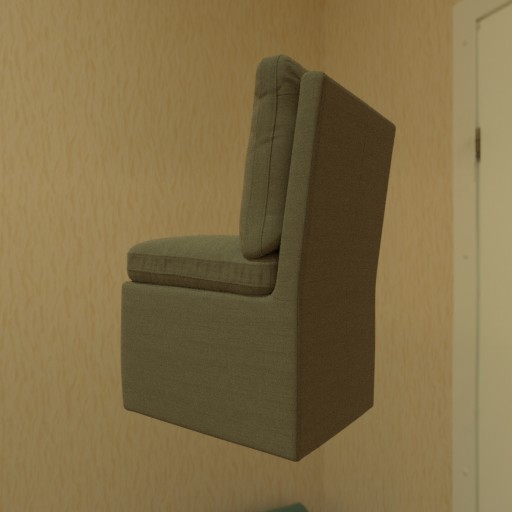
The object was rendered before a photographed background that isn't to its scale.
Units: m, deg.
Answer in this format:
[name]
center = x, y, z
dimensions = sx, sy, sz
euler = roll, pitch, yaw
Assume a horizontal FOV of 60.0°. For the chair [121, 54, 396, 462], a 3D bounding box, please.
[chair]
center = 0.000, 0.000, 1.328
dimensions = 0.698, 0.927, 0.503
euler = 0, 0, 36
